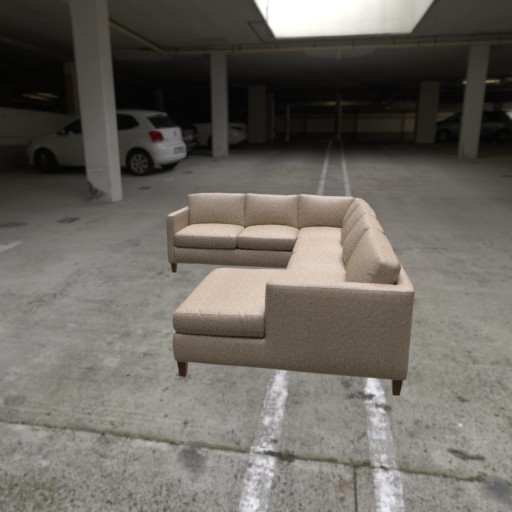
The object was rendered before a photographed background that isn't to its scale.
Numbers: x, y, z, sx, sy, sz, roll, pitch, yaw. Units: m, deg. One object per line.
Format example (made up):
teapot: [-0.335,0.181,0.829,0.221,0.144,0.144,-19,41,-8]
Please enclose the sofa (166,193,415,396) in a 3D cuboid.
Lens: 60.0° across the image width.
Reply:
sofa: [0.000,0.000,4.597,2.594,0.961,3.460,2,15,9]
